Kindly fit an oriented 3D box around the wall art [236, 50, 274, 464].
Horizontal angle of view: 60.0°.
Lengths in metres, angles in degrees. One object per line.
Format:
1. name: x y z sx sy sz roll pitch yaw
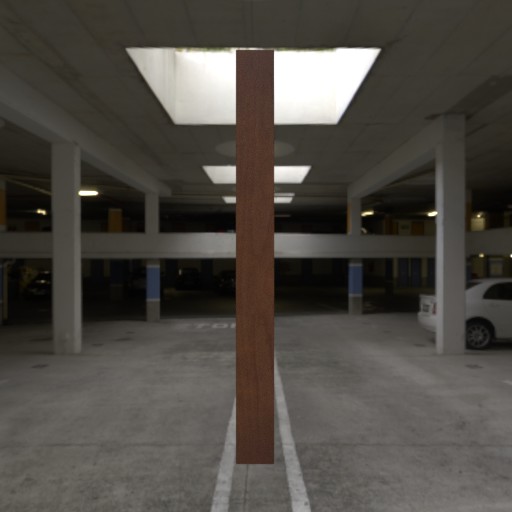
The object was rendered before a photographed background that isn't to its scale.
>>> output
1. wall art: 0.000 0.000 0.551 0.030 0.328 0.401 0 0 0
